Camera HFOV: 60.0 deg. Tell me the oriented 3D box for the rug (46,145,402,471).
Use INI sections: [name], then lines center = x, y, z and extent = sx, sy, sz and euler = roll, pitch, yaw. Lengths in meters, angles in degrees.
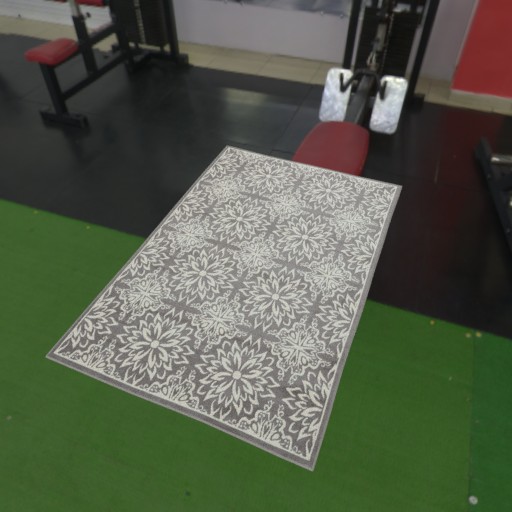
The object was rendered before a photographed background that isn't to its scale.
[rug]
center = 0.000, 0.000, 2.362
extent = 1.224, 0.012, 1.847
euler = 17, 48, 16
